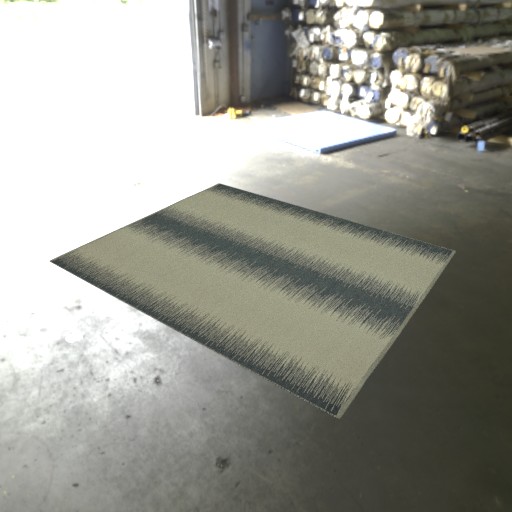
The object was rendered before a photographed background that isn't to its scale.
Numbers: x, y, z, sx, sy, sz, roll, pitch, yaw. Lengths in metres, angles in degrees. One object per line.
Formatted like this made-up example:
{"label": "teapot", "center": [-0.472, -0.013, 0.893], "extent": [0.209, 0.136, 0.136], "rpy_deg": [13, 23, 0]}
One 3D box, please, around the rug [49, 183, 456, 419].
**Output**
{"label": "rug", "center": [0.000, 0.000, 4.223], "extent": [3.037, 0.004, 2.453], "rpy_deg": [21, 36, 31]}
